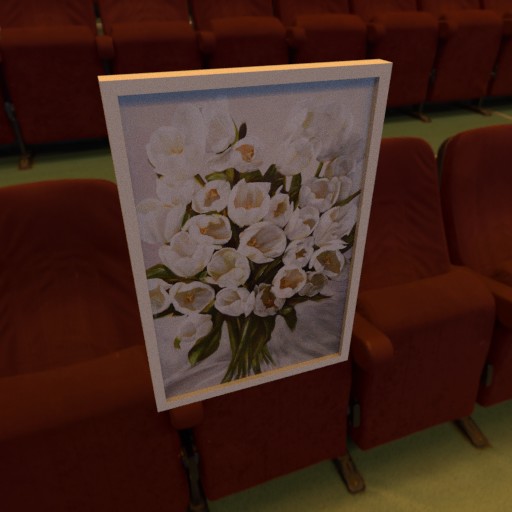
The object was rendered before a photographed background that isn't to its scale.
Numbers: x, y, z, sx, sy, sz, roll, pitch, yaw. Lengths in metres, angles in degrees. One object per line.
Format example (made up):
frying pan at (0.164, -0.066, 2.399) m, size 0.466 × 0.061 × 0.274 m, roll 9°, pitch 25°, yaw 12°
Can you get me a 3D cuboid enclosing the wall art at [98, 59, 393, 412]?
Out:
wall art at (0.000, 0.000, 0.543) m, size 0.293 × 0.428 × 0.025 m, roll -11°, pitch 34°, yaw -16°
